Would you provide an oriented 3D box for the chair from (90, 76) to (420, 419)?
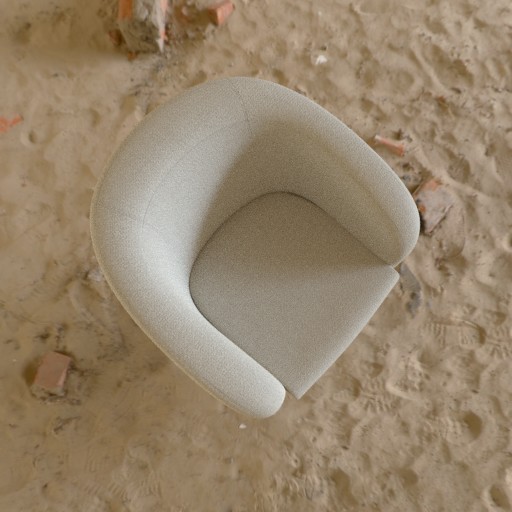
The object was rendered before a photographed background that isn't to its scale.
[{"bbox_3d":[0.000,0.000,1.447,0.815,0.771,0.791,41,78,10],"label":"chair"}]
